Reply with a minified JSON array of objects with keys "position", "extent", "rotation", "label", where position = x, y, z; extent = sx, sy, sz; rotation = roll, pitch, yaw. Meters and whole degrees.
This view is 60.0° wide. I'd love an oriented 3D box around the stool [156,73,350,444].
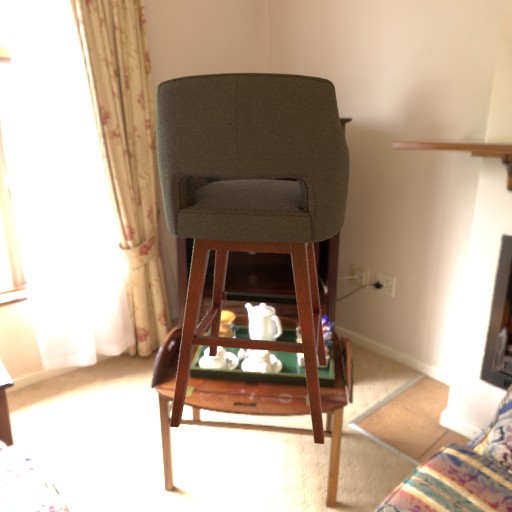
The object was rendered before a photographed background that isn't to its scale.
[{"position":[0.000,0.000,1.393],"extent":[0.548,1.012,0.558],"rotation":[3,16,9],"label":"stool"}]
